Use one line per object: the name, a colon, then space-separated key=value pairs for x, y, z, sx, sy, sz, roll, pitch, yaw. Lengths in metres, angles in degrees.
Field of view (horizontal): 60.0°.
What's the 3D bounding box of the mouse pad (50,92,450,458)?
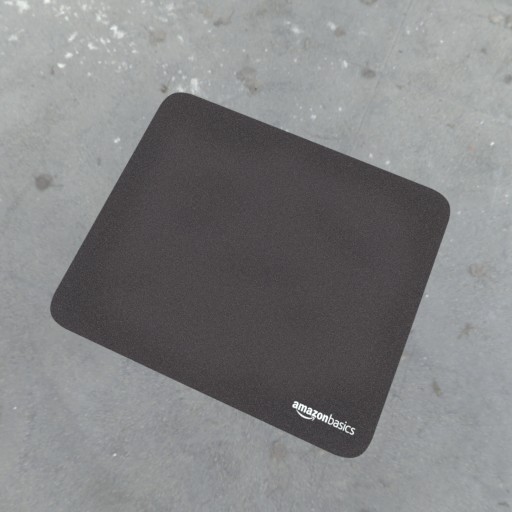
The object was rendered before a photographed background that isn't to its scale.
mouse pad: x=0.000 y=0.000 z=0.334 sx=0.249 sy=0.002 sz=0.211 roll=23 pitch=77 yaw=6
